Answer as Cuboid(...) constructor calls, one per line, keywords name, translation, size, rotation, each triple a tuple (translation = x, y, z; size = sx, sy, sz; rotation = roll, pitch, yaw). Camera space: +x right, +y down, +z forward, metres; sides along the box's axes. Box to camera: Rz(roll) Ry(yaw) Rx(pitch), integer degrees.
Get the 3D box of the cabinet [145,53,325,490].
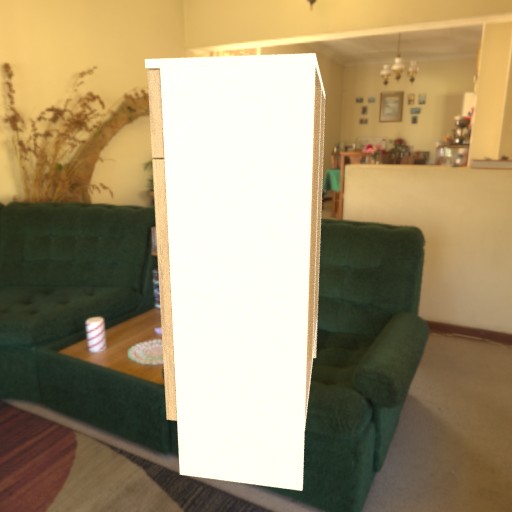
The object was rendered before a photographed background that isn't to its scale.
Cuboid(name="cabinet", translation=(0.000, 0.000, 1.104), size=(0.296, 0.815, 0.600), rotation=(2, 14, 10))
